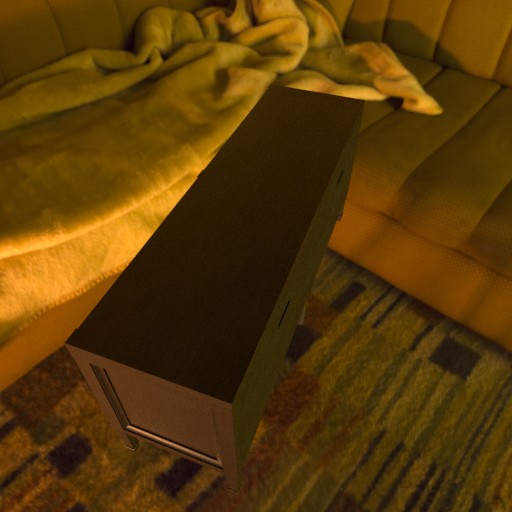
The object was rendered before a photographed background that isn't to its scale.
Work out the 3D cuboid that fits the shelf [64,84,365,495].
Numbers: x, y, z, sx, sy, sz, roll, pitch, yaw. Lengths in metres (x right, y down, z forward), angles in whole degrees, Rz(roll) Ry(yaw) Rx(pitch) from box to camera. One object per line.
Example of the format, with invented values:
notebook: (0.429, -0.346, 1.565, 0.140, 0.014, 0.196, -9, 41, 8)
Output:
shelf: (0.000, 0.000, 1.842, 0.479, 0.719, 1.575, 15, 48, 14)
